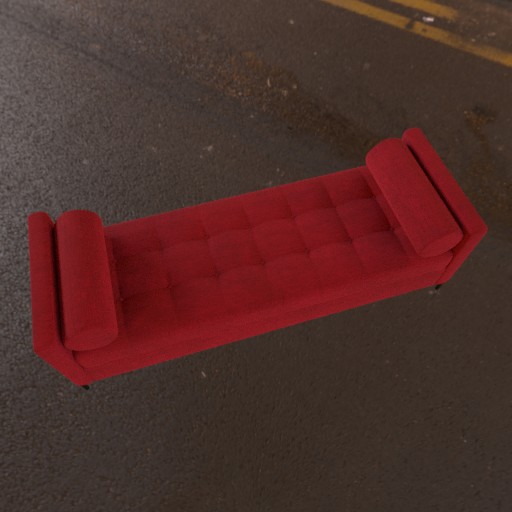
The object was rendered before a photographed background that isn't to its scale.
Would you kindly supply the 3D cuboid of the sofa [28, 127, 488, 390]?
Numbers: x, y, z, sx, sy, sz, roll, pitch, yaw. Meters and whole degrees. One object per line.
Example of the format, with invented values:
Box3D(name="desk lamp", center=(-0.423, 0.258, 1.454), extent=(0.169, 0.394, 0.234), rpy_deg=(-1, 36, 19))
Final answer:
Box3D(name="sofa", center=(0.000, 0.000, 2.256), extent=(1.981, 0.635, 0.686), rpy_deg=(-14, 60, -8))
